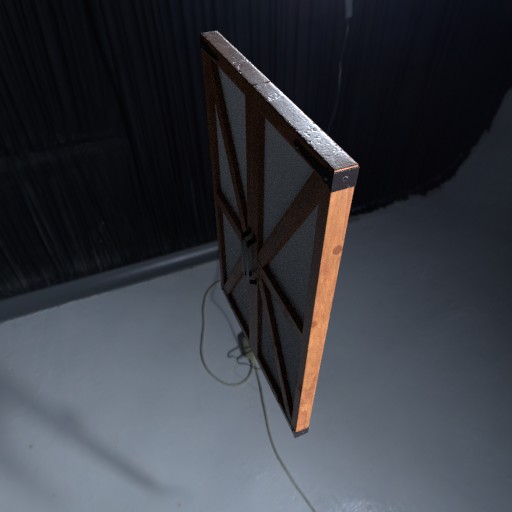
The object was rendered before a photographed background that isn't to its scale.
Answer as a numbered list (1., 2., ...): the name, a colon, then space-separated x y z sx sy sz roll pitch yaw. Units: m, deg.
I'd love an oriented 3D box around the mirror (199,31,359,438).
1. mirror: 0.000 0.000 0.965 0.053 0.761 0.517 -17 47 -16
